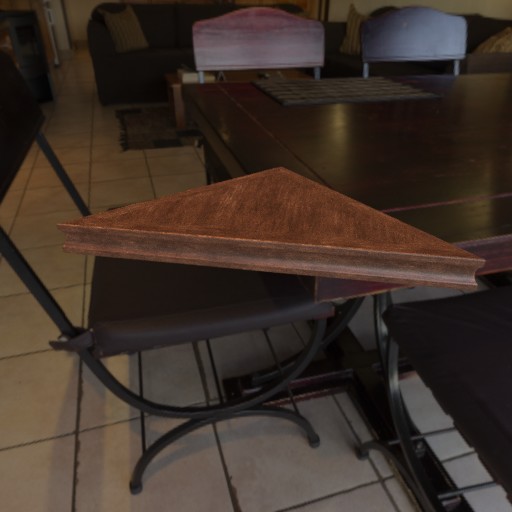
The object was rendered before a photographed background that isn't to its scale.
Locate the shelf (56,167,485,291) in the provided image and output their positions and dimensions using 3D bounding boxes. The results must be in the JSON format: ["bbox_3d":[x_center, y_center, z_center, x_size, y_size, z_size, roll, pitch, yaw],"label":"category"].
[{"bbox_3d":[0.000,0.000,0.437,0.296,0.035,0.296,-20,37,-30],"label":"shelf"}]
